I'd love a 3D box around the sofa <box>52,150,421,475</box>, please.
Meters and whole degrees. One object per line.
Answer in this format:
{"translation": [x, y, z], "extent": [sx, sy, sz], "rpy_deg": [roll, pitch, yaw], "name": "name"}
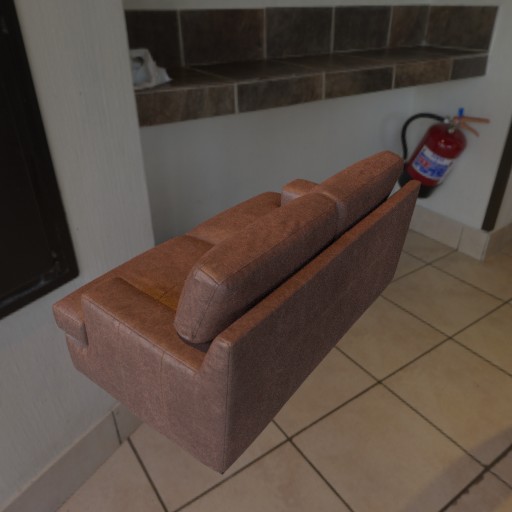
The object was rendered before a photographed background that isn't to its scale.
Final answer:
{"translation": [0.000, 0.000, 2.440], "extent": [1.143, 0.939, 1.880], "rpy_deg": [20, 36, 31], "name": "sofa"}
